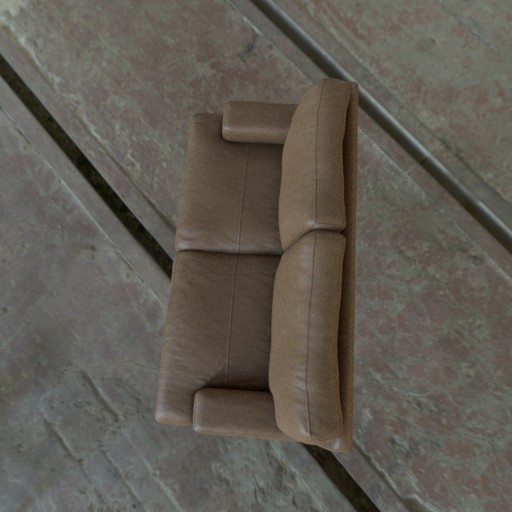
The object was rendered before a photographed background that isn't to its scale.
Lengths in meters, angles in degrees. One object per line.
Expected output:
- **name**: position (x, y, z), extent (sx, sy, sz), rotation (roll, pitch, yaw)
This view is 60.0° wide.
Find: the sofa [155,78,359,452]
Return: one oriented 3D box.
- **sofa**: position (0.000, 0.000, 2.426), extent (0.962, 0.980, 1.855), rotation (4, 76, 1)
